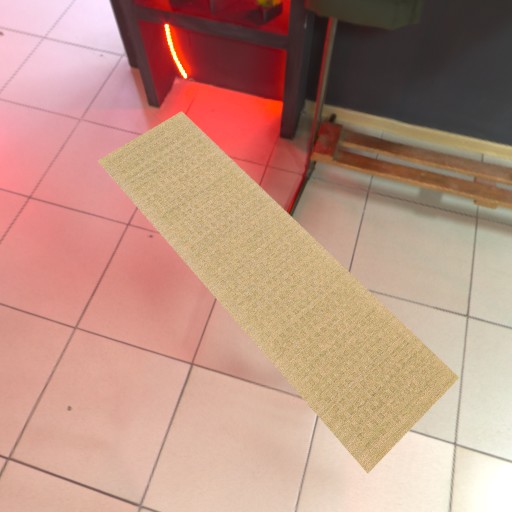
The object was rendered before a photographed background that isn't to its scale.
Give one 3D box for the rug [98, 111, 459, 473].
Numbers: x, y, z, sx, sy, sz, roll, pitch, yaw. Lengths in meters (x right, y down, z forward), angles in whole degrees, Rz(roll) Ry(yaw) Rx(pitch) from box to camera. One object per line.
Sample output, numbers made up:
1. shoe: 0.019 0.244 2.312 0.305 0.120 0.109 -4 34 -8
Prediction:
1. rug: 0.000 0.000 2.612 0.686 0.006 2.437 -37 69 -17
